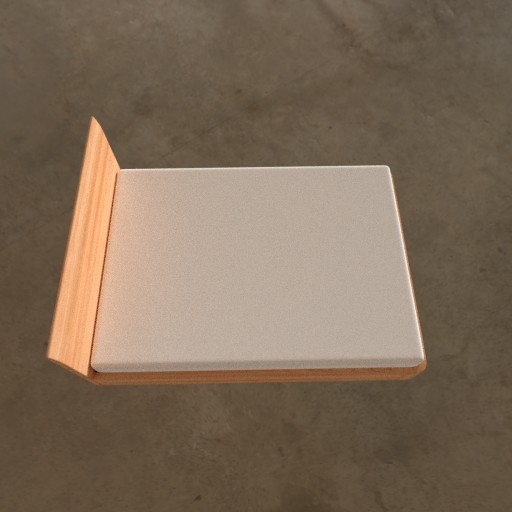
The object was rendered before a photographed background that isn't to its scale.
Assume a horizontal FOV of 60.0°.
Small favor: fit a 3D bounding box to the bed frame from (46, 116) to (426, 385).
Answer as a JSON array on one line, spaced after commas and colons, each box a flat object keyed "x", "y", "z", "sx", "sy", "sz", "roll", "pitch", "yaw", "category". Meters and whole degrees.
[{"x": 0.000, "y": 0.000, "z": 2.814, "sx": 1.992, "sy": 0.940, "sz": 1.472, "roll": -1, "pitch": 64, "yaw": 0, "category": "bed frame"}]
